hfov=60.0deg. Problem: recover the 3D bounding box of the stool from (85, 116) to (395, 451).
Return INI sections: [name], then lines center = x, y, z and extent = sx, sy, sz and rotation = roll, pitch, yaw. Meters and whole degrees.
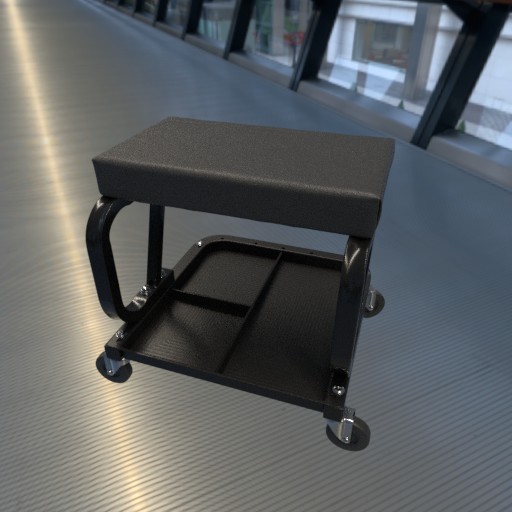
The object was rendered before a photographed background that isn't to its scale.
[stool]
center = 0.000, 0.000, 0.722
extent = 0.446, 0.380, 0.371
rotation = 10, 34, 16
